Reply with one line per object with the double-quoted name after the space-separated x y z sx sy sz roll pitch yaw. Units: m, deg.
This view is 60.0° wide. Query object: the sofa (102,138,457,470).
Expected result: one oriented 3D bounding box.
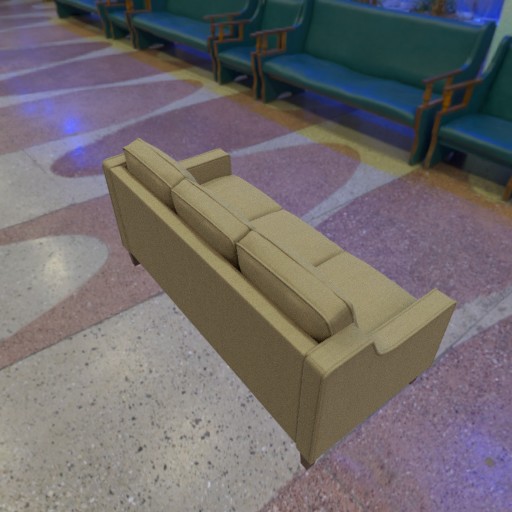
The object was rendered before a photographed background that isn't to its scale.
0.000 0.000 2.576 0.911 0.974 1.986 -26 46 -28 "sofa"
